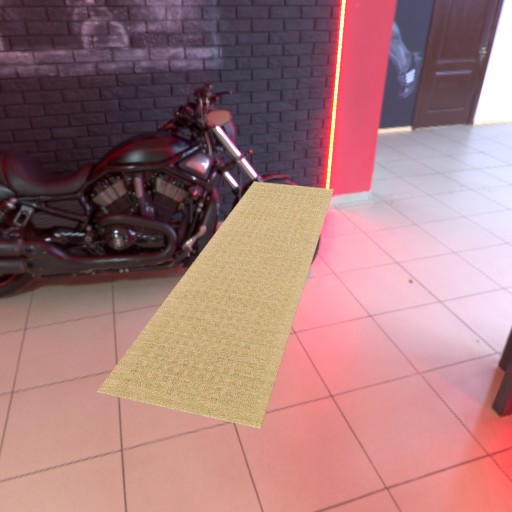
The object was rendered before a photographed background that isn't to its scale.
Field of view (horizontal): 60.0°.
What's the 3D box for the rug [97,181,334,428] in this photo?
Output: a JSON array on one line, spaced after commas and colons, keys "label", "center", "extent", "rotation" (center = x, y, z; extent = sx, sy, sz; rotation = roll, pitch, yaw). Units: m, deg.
[{"label": "rug", "center": [0.000, 0.000, 2.740], "extent": [0.686, 0.006, 2.437], "rotation": [8, 31, 13]}]
